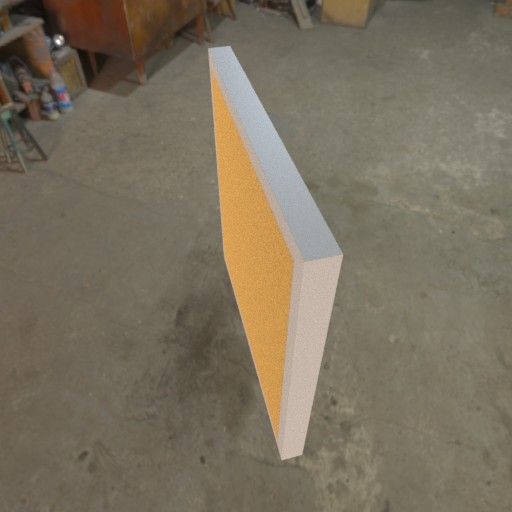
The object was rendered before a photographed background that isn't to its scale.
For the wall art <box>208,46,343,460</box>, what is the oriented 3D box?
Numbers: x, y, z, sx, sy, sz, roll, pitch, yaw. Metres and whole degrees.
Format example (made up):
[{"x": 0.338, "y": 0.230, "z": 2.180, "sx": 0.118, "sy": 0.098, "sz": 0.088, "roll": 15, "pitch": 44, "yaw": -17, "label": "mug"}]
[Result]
[{"x": 0.000, "y": 0.000, "z": 1.939, "sx": 0.098, "sy": 1.291, "sz": 1.289, "roll": -10, "pitch": 47, "yaw": -10, "label": "wall art"}]
